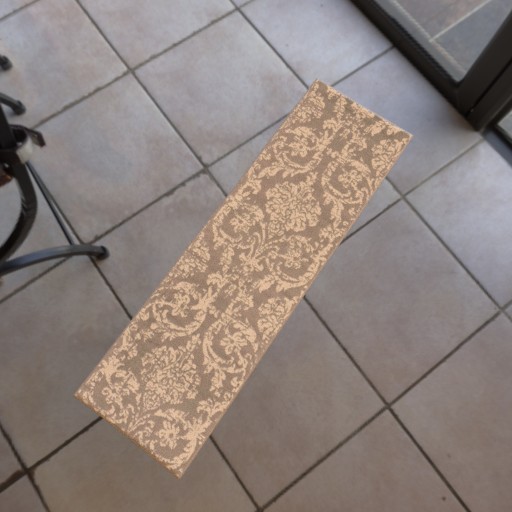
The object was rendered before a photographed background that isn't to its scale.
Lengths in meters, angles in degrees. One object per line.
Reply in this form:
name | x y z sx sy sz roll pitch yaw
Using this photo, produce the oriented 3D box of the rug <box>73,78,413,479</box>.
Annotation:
rug | 0.000 0.000 2.357 0.662 0.011 2.196 34 78 8
